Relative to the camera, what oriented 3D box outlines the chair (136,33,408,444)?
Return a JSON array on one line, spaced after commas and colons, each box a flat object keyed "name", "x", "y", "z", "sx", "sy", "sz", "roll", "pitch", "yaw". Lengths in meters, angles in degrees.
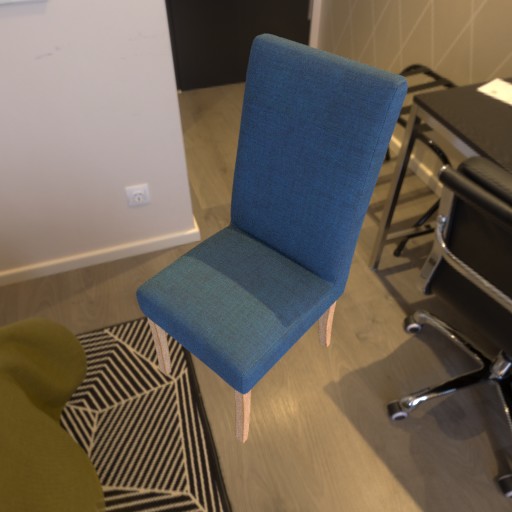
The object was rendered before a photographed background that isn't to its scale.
[{"name": "chair", "x": 0.000, "y": 0.000, "z": 1.331, "sx": 0.450, "sy": 1.029, "sz": 0.610, "roll": 32, "pitch": 54, "yaw": 27}]
